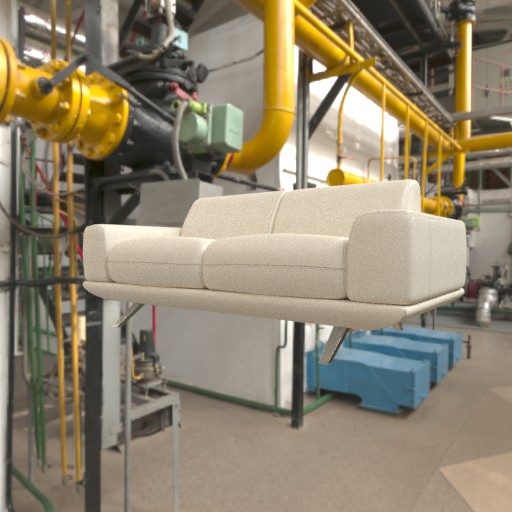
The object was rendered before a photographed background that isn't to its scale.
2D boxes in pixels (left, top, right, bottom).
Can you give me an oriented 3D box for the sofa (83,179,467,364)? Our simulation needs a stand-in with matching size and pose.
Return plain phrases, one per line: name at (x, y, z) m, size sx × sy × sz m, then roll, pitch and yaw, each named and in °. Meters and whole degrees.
sofa at (0.000, 0.000, 2.356) m, size 1.901 × 0.772 × 0.900 m, roll 1°, pitch 1°, yaw 37°
